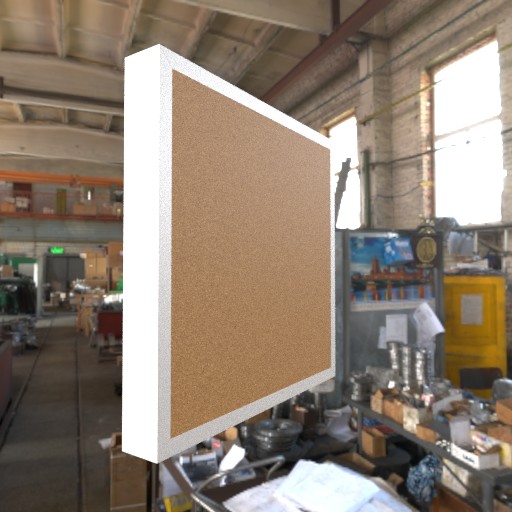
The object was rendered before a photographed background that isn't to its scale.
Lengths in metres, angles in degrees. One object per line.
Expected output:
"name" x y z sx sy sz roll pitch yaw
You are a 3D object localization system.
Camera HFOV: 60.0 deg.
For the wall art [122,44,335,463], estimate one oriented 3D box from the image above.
"wall art" 0.000 0.000 0.455 0.038 0.302 0.305 -1 -2 34
